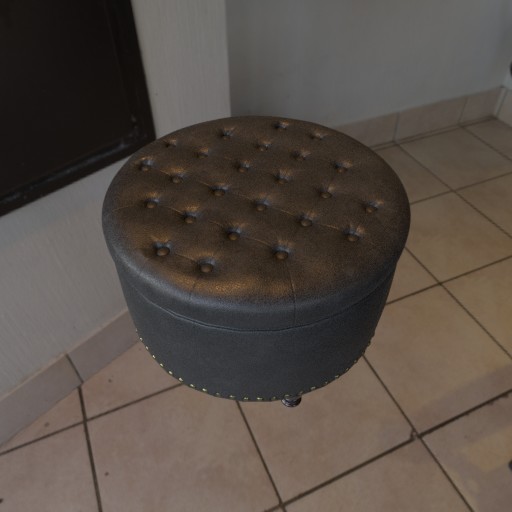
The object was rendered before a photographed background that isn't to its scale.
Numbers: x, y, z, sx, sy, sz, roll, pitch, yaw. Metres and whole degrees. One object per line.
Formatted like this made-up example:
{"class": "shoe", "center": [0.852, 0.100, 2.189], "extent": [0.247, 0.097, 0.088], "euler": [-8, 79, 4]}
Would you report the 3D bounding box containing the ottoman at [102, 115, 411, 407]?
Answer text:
{"class": "ottoman", "center": [0.000, 0.000, 1.069], "extent": [0.637, 0.442, 0.637], "euler": [0, 45, 0]}
